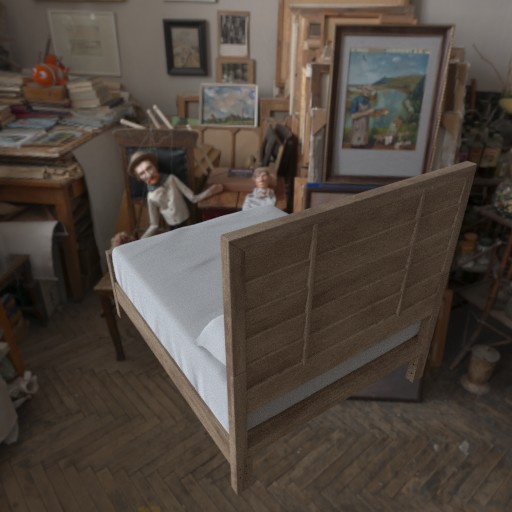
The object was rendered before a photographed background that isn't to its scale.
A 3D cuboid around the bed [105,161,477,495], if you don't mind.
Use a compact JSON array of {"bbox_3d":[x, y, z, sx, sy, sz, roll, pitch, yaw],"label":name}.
[{"bbox_3d":[0.000,0.000,3.202,1.615,1.631,2.017,-19,35,-29],"label":"bed"}]
